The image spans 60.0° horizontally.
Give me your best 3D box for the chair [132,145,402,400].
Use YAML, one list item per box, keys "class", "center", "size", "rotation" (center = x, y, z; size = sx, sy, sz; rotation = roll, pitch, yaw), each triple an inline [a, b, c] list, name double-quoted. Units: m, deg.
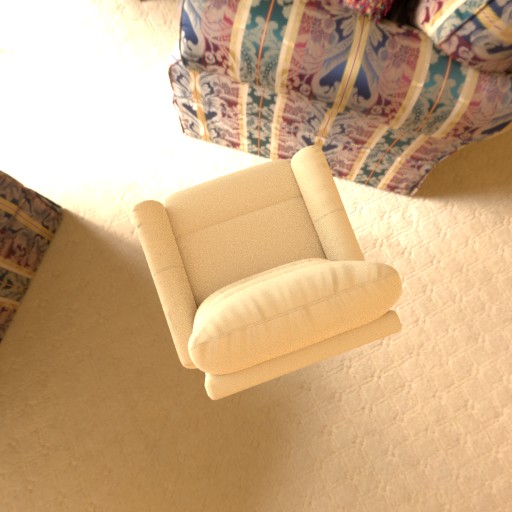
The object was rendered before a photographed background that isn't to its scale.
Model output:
- class: "chair"
  center: [0.000, 0.000, 1.635]
  size: [0.775, 1.082, 0.831]
  rotation: [-19, 77, -5]
